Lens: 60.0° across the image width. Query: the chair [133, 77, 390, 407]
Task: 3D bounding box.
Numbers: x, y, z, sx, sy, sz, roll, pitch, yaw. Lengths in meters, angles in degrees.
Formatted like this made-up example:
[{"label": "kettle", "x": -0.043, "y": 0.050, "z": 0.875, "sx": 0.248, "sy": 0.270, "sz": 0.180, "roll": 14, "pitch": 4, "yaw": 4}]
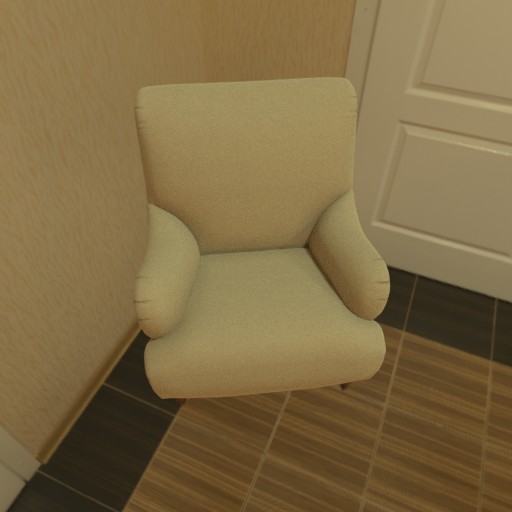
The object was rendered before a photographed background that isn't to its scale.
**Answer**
[{"label": "chair", "x": 0.000, "y": 0.000, "z": 1.555, "sx": 0.766, "sy": 0.942, "sz": 0.842, "roll": -4, "pitch": 48, "yaw": -4}]
